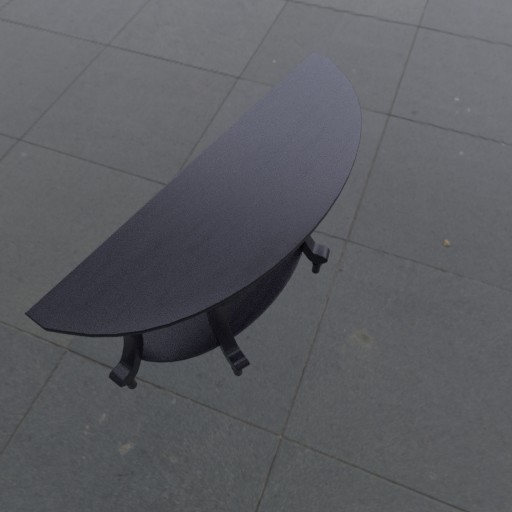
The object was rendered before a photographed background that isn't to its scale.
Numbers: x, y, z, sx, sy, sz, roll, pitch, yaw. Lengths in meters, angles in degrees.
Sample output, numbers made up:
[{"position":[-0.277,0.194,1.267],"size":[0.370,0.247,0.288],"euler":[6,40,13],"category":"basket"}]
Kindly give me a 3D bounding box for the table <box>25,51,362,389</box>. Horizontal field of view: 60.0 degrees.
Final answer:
[{"position":[0.000,0.000,1.468],"size":[0.394,0.692,1.198],"euler":[32,63,18],"category":"table"}]
